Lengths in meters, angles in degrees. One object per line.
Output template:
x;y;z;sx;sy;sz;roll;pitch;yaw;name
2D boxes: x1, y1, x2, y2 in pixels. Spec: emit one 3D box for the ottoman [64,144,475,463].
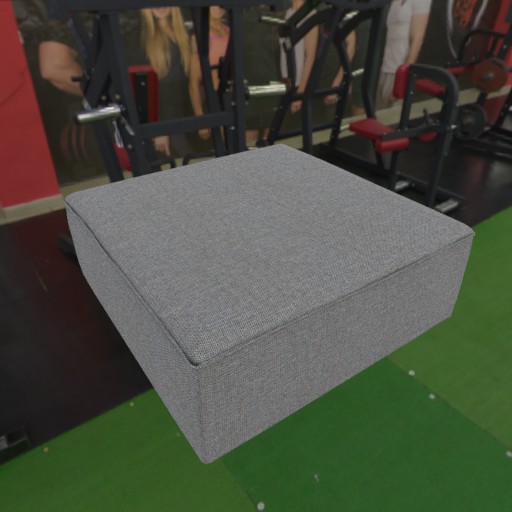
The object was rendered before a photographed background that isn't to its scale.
0.000;0.000;1.579;1.023;0.423;1.017;-20;38;-28;ottoman
